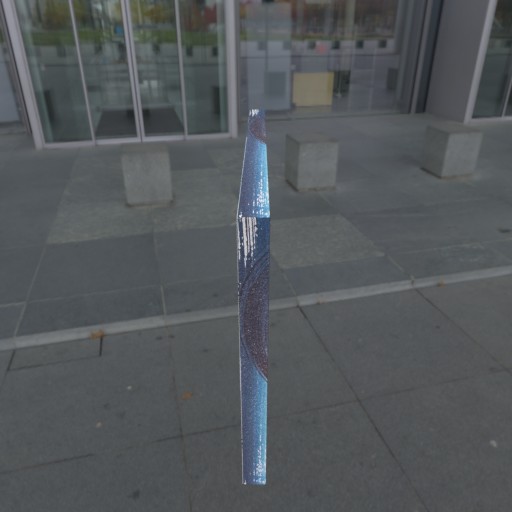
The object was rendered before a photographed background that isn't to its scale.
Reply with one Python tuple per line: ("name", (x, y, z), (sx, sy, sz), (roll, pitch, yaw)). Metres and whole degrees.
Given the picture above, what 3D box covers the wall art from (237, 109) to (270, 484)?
("wall art", (0.000, 0.000, 0.798), (0.033, 0.406, 0.609), (0, 28, 0))
